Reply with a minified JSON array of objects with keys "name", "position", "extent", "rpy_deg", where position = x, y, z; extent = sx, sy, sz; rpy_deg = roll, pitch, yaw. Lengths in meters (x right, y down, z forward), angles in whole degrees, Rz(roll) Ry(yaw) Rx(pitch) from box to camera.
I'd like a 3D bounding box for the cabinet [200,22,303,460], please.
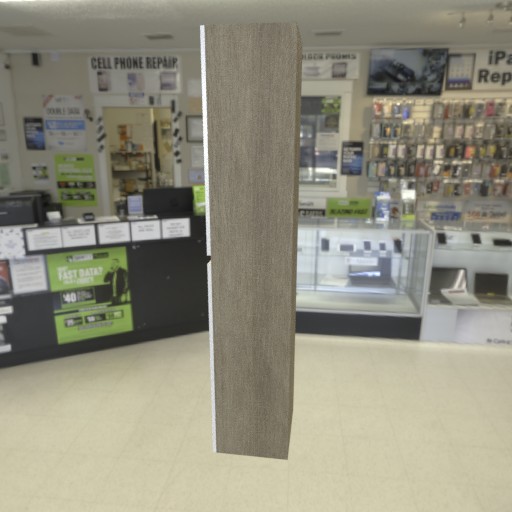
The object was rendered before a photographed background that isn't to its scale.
[{"name":"cabinet","position":[0.000,0.000,1.541],"extent":[0.270,1.400,0.300],"rpy_deg":[2,15,8]}]
